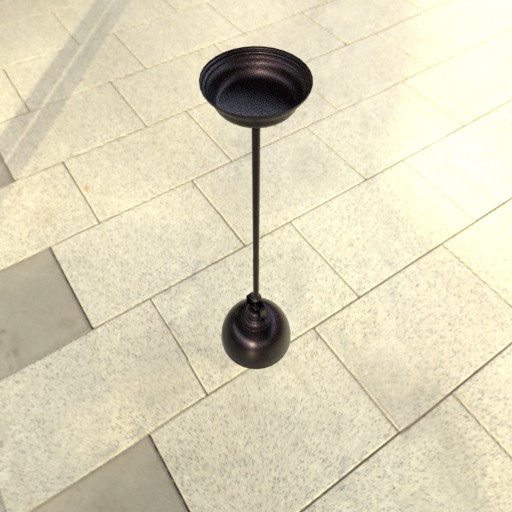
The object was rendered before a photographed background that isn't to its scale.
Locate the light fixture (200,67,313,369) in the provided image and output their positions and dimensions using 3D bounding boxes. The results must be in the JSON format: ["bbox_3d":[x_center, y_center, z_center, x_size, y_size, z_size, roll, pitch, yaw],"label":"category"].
[{"bbox_3d":[0.000,0.000,0.849,0.182,0.768,0.182,-32,62,-19],"label":"light fixture"}]
